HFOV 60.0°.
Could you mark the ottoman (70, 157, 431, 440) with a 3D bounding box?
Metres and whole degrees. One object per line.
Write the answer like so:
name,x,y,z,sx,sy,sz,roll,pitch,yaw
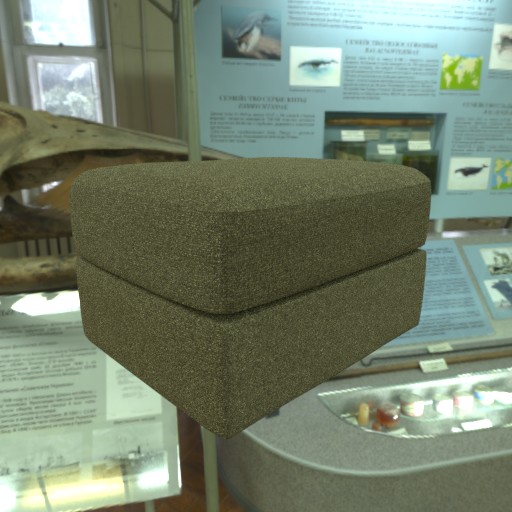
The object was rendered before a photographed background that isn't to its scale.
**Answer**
ottoman,0.000,0.000,1.138,0.742,0.476,0.598,-14,21,-42
